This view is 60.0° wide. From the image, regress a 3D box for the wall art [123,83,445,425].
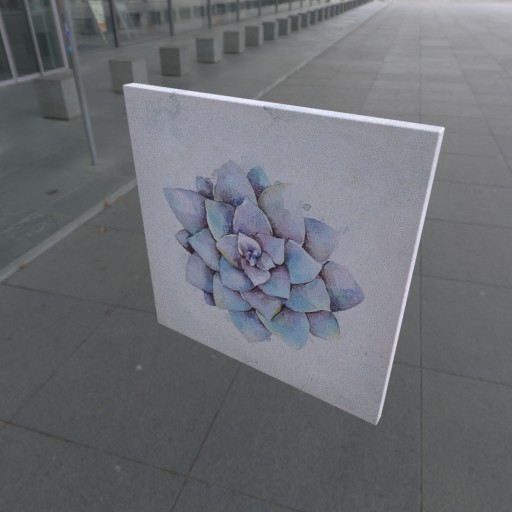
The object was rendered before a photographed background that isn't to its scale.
[{"bbox_3d":[0.000,0.000,1.137,0.762,0.762,0.038,18,36,27],"label":"wall art"}]
